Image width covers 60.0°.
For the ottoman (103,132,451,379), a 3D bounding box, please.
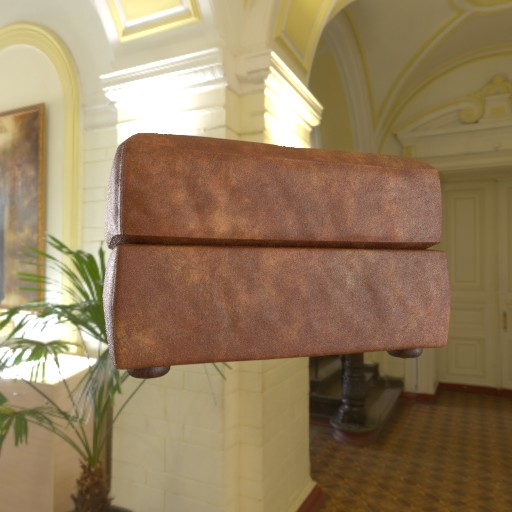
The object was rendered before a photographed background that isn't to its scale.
[{"bbox_3d":[0.000,0.000,1.152,0.751,0.476,0.603,1,-2,-19],"label":"ottoman"}]
